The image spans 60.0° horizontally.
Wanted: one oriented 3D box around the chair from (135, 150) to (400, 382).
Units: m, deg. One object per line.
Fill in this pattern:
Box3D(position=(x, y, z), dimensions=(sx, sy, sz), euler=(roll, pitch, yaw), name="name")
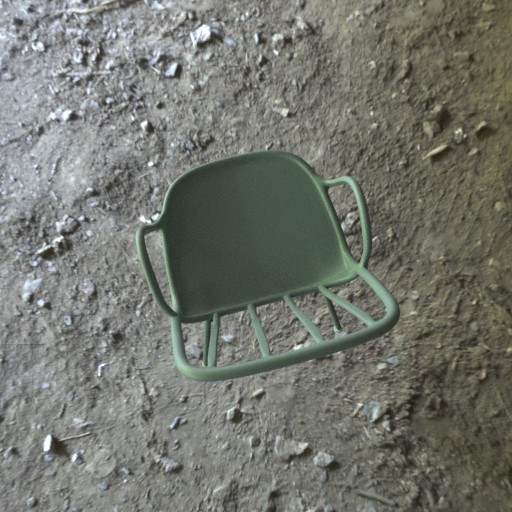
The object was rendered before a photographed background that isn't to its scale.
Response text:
Box3D(position=(0.000, 0.000, 1.222), dimensions=(0.549, 0.816, 0.597), euler=(-14, 77, -3), name="chair")
